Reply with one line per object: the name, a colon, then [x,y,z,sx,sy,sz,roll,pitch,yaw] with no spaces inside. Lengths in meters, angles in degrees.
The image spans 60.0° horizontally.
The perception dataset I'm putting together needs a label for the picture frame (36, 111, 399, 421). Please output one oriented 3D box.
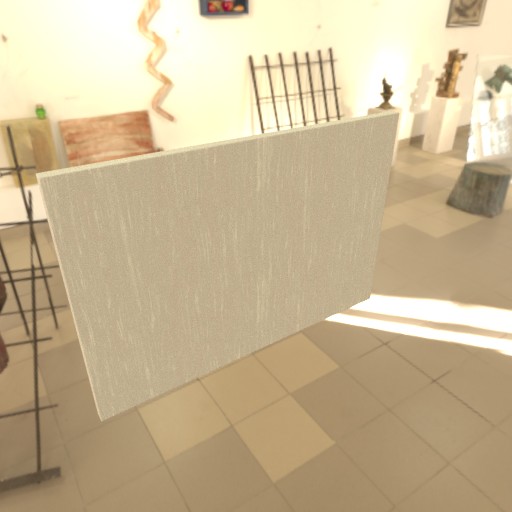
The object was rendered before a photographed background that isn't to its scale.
picture frame: [0.000,0.000,1.190,0.950,0.640,0.029,-18,35,-29]
